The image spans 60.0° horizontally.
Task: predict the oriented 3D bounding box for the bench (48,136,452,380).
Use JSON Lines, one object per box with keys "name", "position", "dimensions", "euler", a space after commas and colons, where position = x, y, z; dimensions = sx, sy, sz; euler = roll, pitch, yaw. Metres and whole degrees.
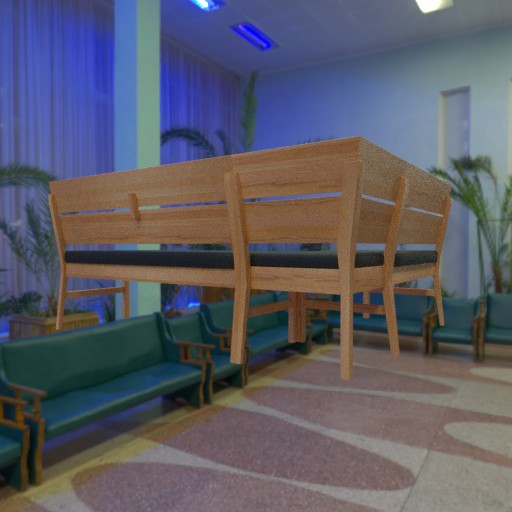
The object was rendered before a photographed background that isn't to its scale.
{"name": "bench", "position": [0.000, 0.000, 2.735], "dimensions": [1.948, 0.890, 1.548], "euler": [1, 2, 35]}
